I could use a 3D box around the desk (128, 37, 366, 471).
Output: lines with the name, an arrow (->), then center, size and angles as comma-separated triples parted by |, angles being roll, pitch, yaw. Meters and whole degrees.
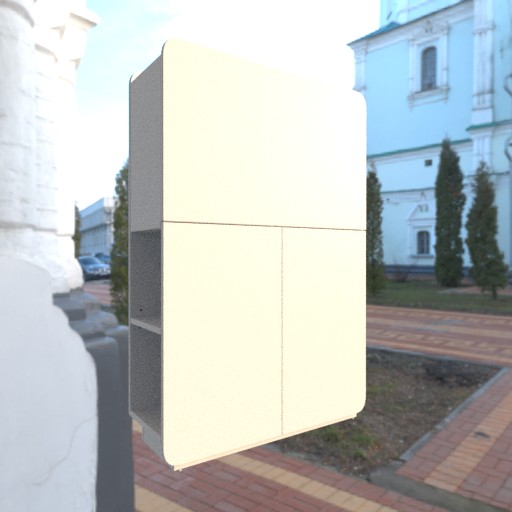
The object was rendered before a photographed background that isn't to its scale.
desk -> 0.000, 0.000, 1.520 | 0.795, 1.190, 0.278 | 0, 0, -35
